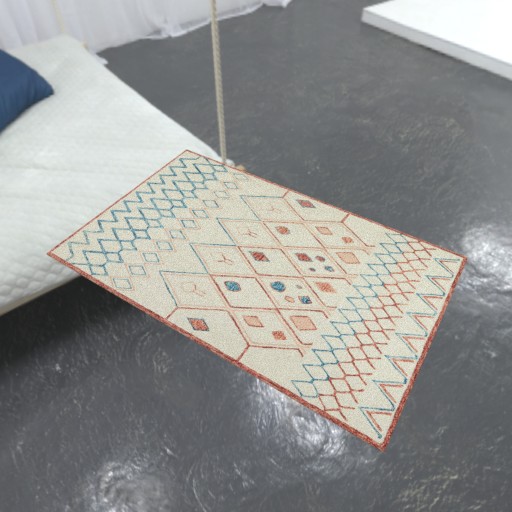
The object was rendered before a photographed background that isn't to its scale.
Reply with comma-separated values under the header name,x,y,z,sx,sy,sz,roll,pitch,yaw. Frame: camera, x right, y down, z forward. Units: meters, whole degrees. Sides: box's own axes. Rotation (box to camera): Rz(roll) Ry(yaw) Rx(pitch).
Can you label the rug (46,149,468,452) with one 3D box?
name,x,y,z,sx,sy,sz,roll,pitch,yaw
rug,0.000,0.000,3.020,2.438,0.015,1.524,25,51,22
